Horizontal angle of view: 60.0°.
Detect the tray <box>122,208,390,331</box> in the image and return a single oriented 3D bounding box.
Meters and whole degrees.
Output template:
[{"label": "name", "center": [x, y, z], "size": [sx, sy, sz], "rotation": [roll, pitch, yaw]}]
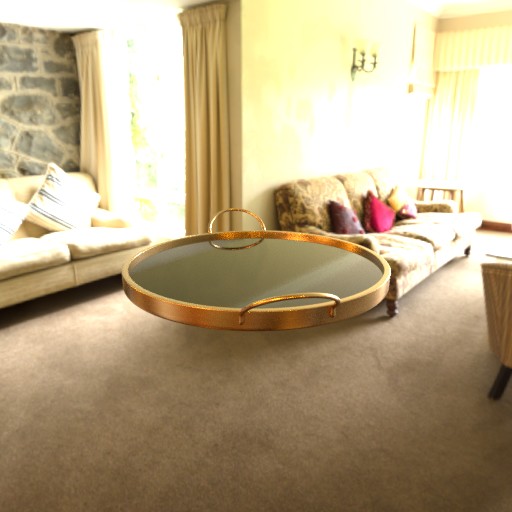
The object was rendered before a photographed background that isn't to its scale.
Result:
[{"label": "tray", "center": [0.000, 0.000, 0.750], "size": [0.438, 0.069, 0.543], "rotation": [-3, 17, -10]}]
